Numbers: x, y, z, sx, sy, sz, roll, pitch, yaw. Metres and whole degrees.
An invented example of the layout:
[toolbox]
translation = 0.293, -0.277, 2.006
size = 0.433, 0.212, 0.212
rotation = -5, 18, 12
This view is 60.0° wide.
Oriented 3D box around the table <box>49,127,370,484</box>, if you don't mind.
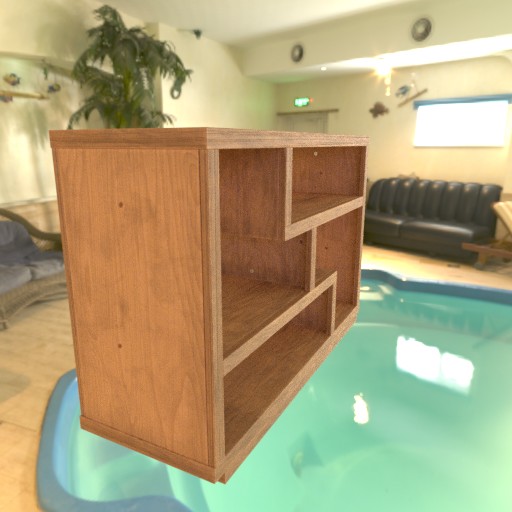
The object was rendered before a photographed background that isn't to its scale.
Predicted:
[table]
translation = 0.000, 0.000, 1.450
size = 0.410, 0.771, 1.151
rotation = 7, 16, 27
